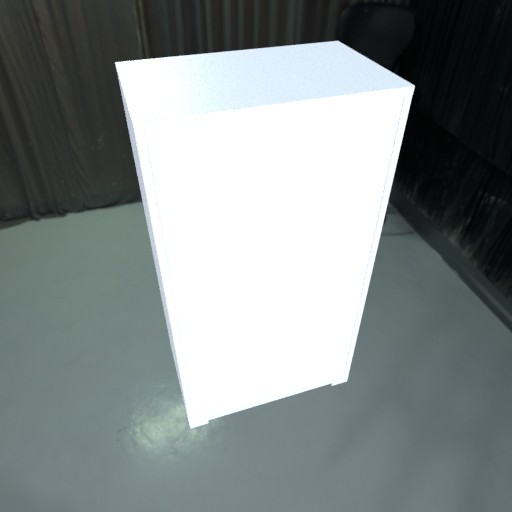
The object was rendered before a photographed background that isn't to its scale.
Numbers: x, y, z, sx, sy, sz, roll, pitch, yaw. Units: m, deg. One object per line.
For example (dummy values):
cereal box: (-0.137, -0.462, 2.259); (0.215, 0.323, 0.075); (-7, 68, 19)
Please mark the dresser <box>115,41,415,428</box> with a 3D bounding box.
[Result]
dresser: (0.000, 0.000, 1.486); (0.650, 1.190, 0.400); (-12, 42, -14)
